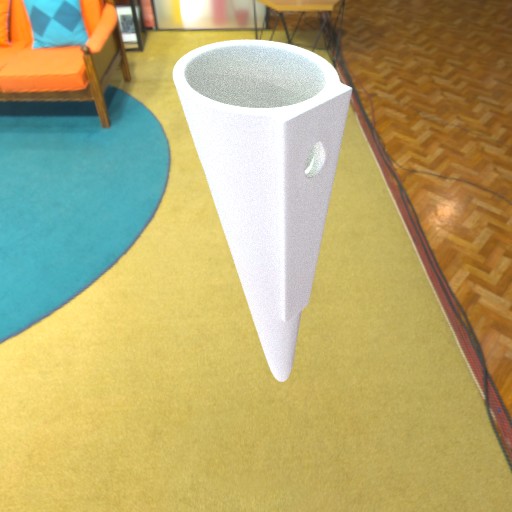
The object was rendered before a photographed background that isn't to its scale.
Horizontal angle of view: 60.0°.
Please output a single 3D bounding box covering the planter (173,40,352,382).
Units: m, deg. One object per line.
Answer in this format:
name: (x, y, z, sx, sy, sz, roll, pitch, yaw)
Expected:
planter: (0.000, 0.000, 0.230, 0.057, 0.193, 0.064, -34, 55, -28)
